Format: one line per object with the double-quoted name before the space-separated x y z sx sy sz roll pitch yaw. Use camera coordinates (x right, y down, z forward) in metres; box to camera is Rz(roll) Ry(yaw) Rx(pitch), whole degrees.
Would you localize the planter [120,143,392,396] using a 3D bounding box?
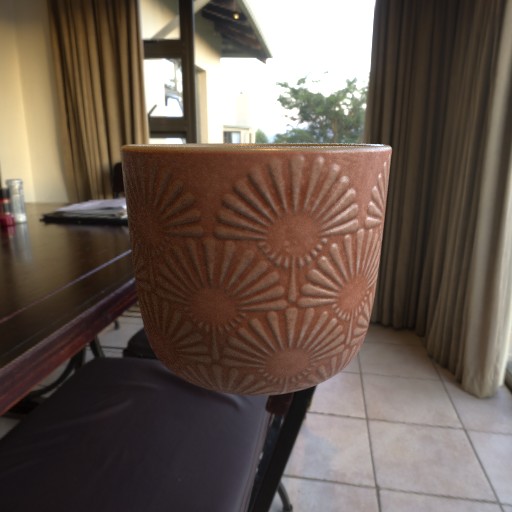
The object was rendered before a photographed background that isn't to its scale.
"planter" 0.000 0.000 0.224 0.124 0.109 0.124 0 15 0
